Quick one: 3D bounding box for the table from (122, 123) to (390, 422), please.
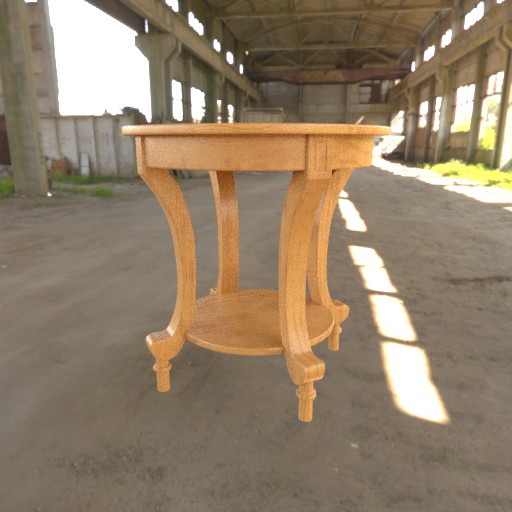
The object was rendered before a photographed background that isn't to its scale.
[{"bbox_3d":[0.000,0.000,1.103,0.597,0.612,0.597,0,15,0],"label":"table"}]
